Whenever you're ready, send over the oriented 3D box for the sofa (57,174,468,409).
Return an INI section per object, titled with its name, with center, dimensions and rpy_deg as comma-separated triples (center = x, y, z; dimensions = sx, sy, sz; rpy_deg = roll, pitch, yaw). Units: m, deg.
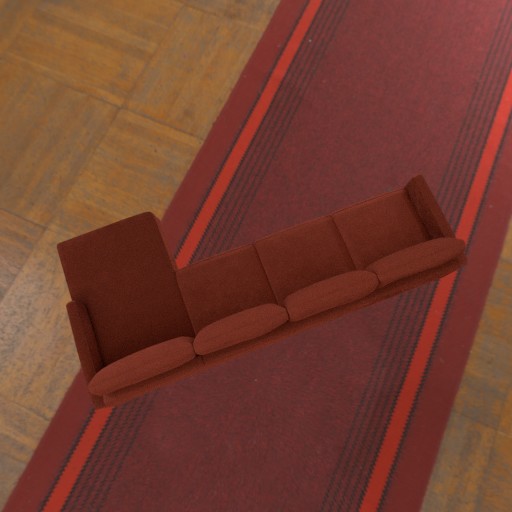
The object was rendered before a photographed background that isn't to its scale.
[sofa]
center = 0.000, 0.000, 3.501
dimensions = 2.932, 0.810, 1.350
rpy_deg = -20, 75, -6
